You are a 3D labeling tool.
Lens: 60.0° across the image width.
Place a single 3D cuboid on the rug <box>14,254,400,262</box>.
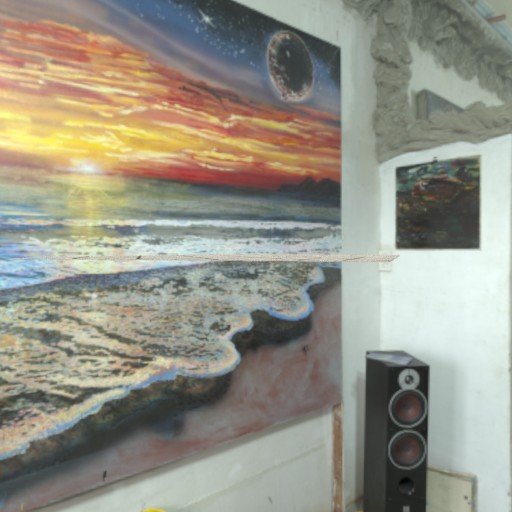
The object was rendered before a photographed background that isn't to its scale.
[{"bbox_3d":[0.000,0.000,4.049,2.468,0.022,3.061,0,1,19],"label":"rug"}]
